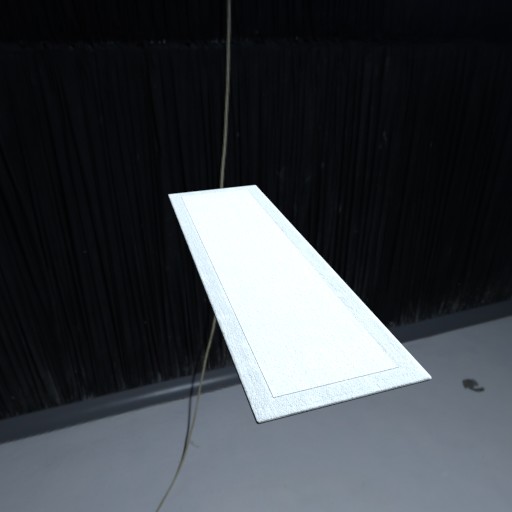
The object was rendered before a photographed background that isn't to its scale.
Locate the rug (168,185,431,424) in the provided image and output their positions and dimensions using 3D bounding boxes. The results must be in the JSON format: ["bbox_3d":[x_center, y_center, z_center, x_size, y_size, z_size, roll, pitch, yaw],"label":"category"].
[{"bbox_3d":[0.000,0.000,2.737,0.759,0.012,2.430,-9,30,-15],"label":"rug"}]
